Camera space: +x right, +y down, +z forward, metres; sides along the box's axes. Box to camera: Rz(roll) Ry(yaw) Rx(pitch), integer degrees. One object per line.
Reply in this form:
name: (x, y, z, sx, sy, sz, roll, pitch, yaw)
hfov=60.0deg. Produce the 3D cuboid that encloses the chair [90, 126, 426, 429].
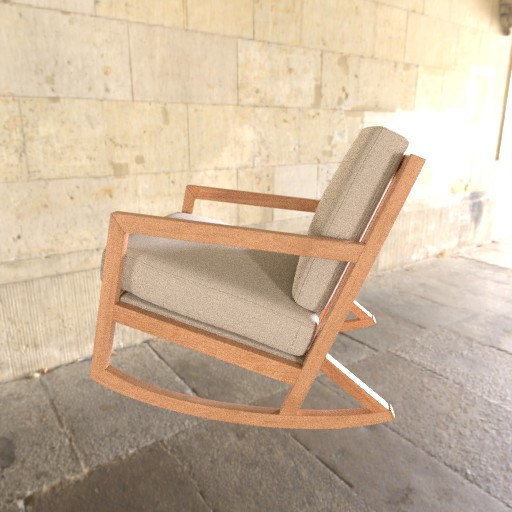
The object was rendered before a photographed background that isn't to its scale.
chair: (0.000, 0.000, 1.410, 0.857, 0.790, 0.622, 3, 16, 10)
